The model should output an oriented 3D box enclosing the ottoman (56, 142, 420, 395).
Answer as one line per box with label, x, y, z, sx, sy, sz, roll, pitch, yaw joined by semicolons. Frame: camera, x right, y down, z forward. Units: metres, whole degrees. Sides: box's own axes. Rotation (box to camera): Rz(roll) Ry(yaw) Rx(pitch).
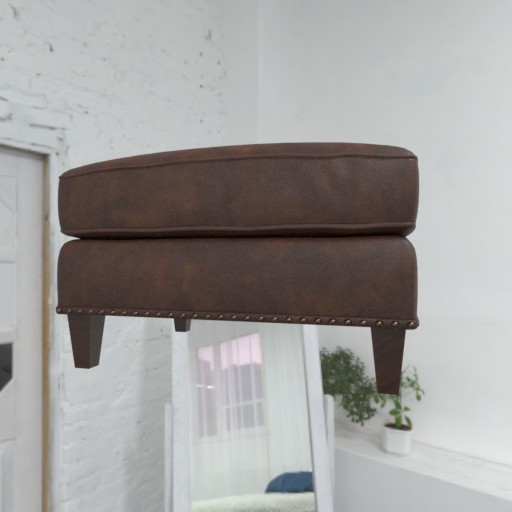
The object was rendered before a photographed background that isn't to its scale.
ottoman;0.000;0.000;1.114;0.742;0.486;0.586;0;0;16
